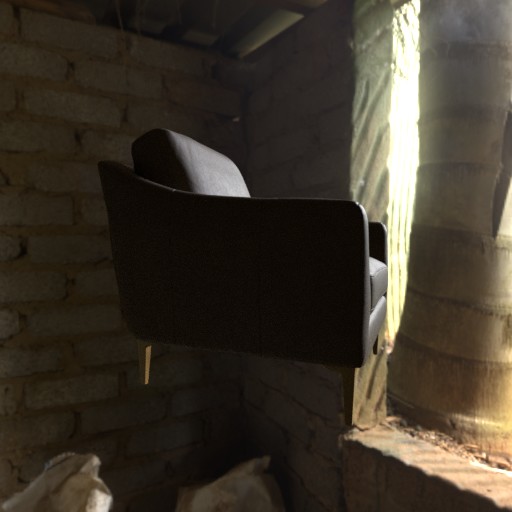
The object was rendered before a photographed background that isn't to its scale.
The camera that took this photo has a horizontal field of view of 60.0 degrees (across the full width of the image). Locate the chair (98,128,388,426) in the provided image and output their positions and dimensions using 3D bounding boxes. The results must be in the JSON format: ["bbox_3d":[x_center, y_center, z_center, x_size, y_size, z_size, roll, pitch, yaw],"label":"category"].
[{"bbox_3d":[0.000,0.000,1.735,0.961,0.901,0.988,0,1,20],"label":"chair"}]
